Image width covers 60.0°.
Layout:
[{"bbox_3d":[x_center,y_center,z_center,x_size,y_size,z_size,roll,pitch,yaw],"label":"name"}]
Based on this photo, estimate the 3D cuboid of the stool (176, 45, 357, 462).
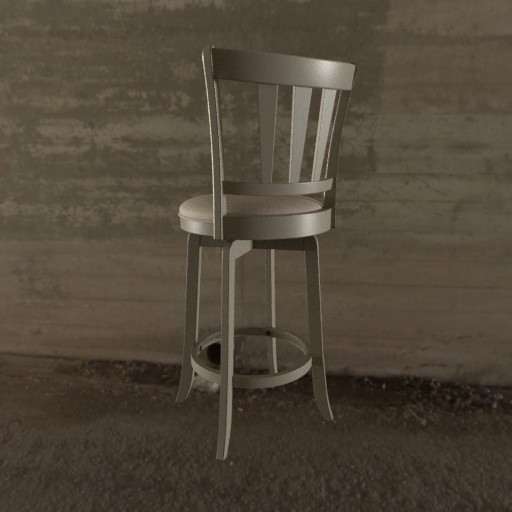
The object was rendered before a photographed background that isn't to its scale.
[{"bbox_3d":[0.000,0.000,1.299,0.436,1.042,0.475,-7,15,-29],"label":"stool"}]
